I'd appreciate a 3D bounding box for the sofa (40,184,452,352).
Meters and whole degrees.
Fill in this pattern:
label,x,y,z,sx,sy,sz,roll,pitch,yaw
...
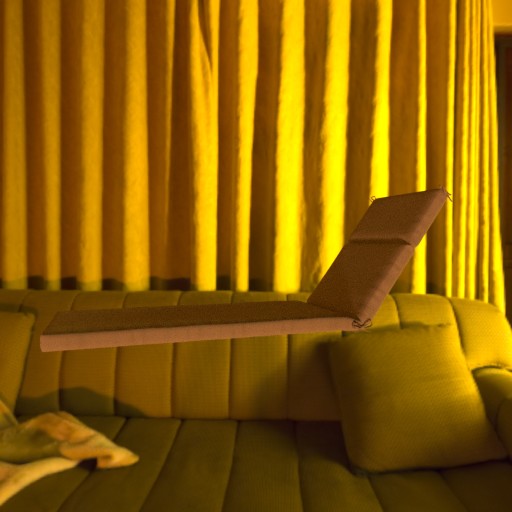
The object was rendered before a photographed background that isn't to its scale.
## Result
label,x,y,z,sx,sy,sz,roll,pitch,yaw
sofa,0.000,0.000,1.940,1.663,0.622,0.582,-1,2,-19
